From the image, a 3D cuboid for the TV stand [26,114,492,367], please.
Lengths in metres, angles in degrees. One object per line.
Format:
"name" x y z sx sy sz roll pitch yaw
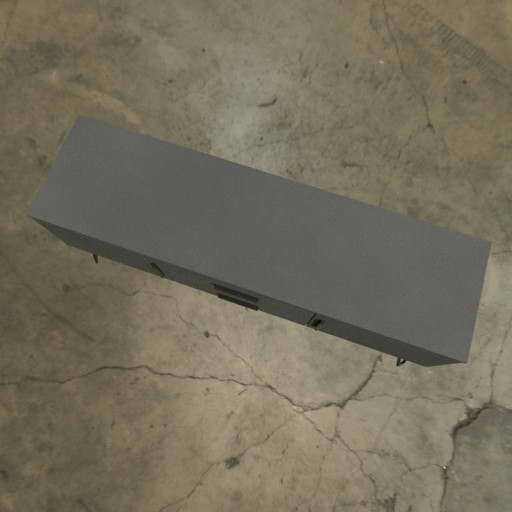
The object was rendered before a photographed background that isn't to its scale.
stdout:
"TV stand" 0.000 0.000 1.646 1.400 0.560 0.400 18 74 5
